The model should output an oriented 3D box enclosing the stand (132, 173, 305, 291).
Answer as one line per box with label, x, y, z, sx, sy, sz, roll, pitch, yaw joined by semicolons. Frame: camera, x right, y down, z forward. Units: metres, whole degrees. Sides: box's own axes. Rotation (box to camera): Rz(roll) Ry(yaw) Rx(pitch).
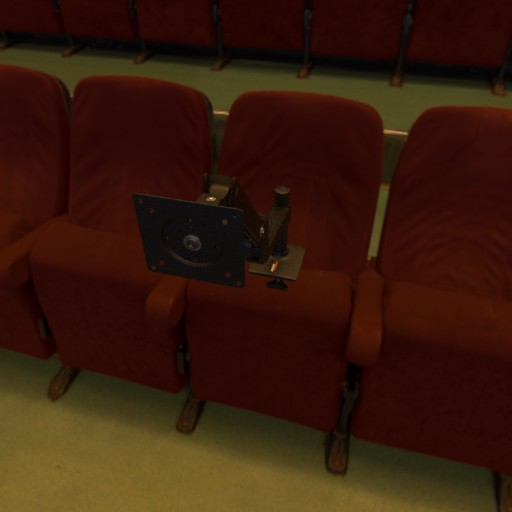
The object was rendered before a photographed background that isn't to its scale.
stand;0.000;0.000;1.014;0.152;0.713;0.650;10;42;11
